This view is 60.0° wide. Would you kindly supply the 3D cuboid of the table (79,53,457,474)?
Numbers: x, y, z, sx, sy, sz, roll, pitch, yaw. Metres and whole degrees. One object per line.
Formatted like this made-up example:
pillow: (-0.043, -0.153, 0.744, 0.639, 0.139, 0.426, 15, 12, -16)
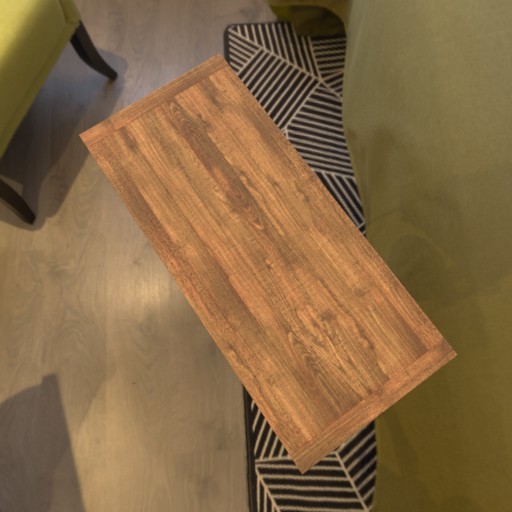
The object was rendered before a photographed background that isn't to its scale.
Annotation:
table: (0.000, 0.000, 2.589, 0.907, 0.733, 2.031, -34, 78, -8)
